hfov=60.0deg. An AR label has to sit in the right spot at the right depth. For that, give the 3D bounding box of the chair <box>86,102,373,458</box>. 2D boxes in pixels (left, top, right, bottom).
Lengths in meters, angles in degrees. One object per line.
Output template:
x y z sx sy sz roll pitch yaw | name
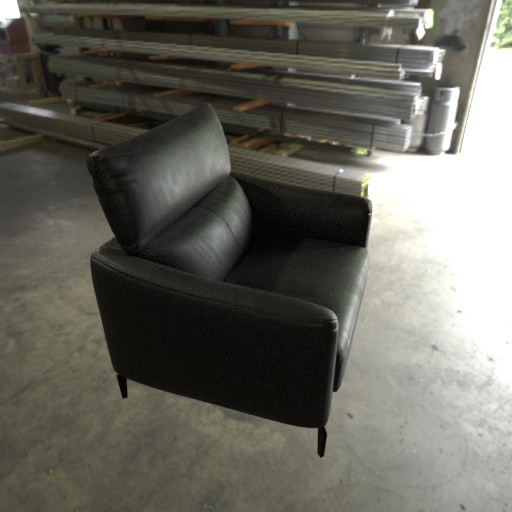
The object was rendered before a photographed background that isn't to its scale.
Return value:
0.000 0.000 1.685 0.809 0.949 0.976 10 31 17 | chair
